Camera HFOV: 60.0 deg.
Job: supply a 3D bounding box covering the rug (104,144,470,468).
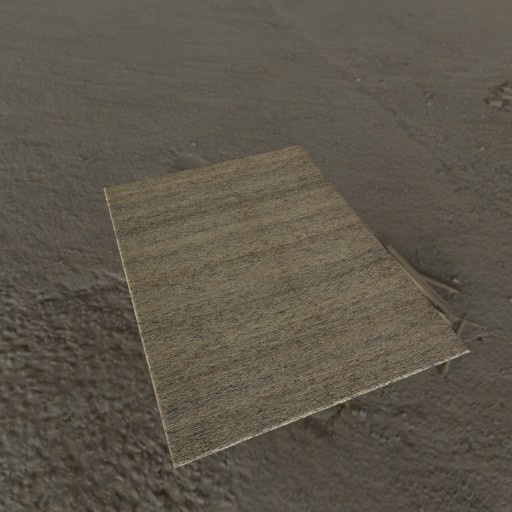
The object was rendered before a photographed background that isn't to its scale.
[{"bbox_3d":[0.000,0.000,4.250,2.414,0.036,3.199,-16,48,-15],"label":"rug"}]
